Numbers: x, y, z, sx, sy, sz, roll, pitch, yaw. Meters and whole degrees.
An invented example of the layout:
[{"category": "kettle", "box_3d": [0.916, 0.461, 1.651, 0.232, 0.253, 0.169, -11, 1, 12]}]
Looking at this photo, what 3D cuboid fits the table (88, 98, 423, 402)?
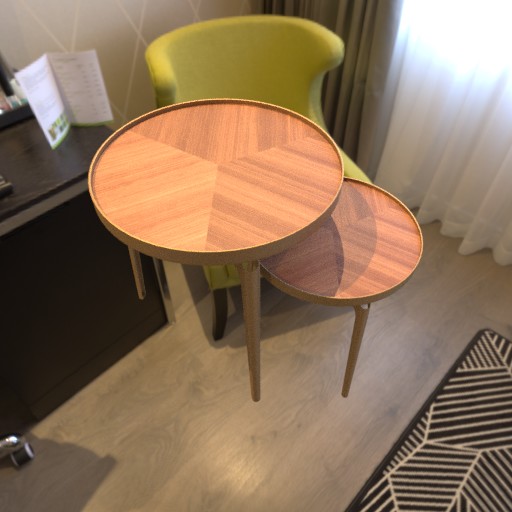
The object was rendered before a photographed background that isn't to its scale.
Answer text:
[{"category": "table", "box_3d": [0.000, 0.000, 1.129, 0.751, 0.555, 0.532, 10, 48, 9]}]
